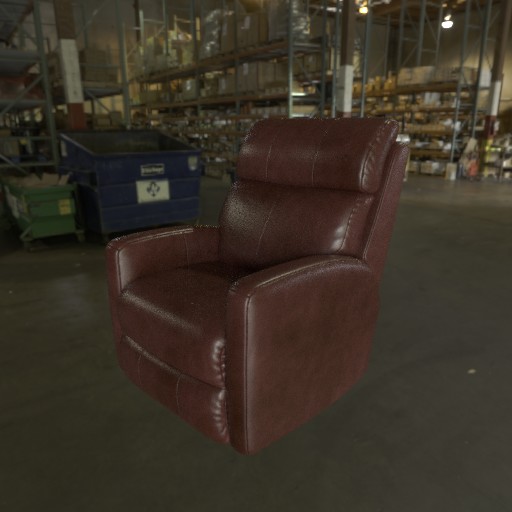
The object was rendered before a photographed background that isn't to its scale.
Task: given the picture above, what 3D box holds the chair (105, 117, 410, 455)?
[{"bbox_3d":[0.000,0.000,1.690,0.787,1.016,0.939,15,22,42],"label":"chair"}]
